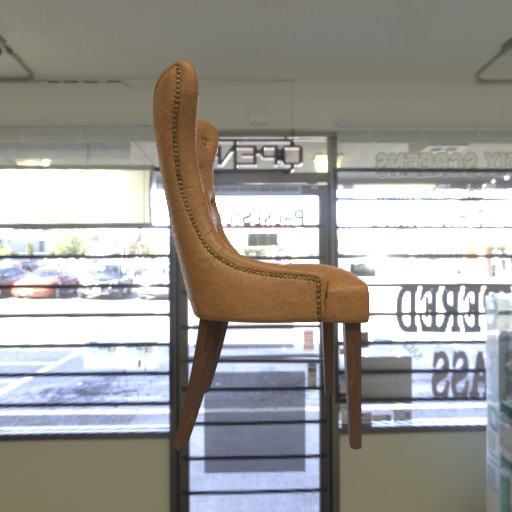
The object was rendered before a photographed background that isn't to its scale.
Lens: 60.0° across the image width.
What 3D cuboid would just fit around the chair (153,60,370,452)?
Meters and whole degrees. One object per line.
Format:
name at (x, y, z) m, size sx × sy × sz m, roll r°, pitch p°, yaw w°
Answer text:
chair at (0.000, 0.000, 1.472) m, size 0.669 × 1.065 × 0.611 m, roll 0°, pitch 0°, yaw 1°
